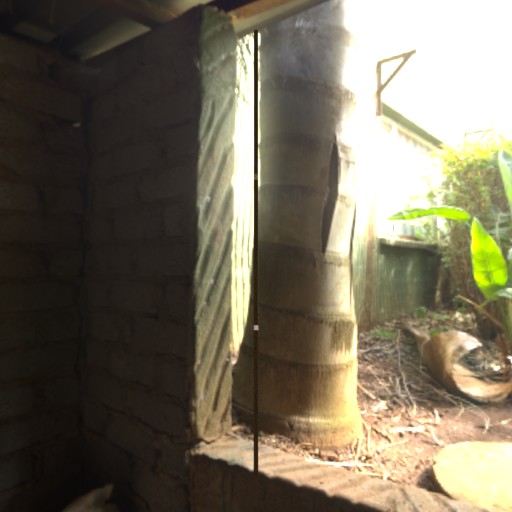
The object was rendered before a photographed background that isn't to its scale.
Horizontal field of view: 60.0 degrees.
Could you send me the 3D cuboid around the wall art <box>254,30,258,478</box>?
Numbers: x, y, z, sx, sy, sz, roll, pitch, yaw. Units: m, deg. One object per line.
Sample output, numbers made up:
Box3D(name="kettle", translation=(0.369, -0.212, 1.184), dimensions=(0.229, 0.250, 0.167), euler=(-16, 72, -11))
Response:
Box3D(name="wall art", translation=(0.000, 0.000, 1.813), dimensions=(0.013, 1.218, 1.219), euler=(0, -1, 0))
